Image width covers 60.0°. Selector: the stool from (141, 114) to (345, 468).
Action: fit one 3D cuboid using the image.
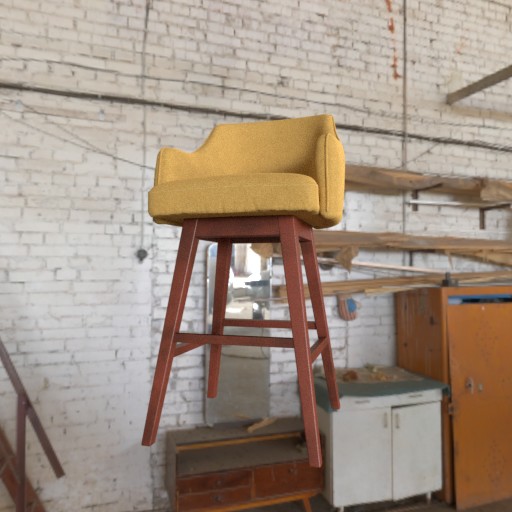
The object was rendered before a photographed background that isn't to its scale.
[{"bbox_3d":[0.000,0.000,1.378,0.548,1.012,0.558,0,-2,16],"label":"stool"}]
